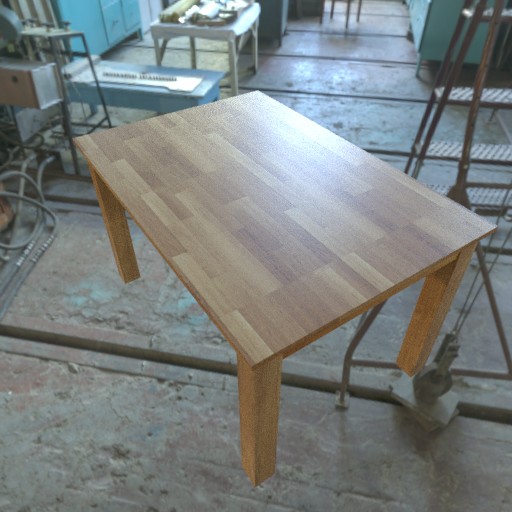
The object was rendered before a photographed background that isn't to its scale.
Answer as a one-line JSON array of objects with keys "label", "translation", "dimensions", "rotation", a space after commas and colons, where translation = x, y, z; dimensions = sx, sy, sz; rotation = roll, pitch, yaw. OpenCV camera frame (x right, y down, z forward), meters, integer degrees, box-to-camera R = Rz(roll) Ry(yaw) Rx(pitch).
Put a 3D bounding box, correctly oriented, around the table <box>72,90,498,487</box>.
[{"label": "table", "translation": [0.000, 0.000, 1.810], "dimensions": [0.900, 0.750, 1.300], "rotation": [-24, 47, -25]}]
